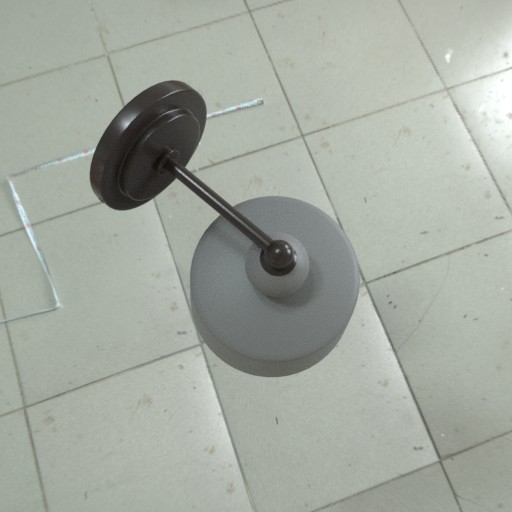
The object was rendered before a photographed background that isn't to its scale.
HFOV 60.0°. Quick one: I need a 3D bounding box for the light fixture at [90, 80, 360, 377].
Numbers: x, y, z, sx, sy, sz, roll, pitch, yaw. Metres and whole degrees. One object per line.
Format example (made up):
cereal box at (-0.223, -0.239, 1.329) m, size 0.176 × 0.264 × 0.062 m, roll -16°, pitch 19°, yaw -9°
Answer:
light fixture at (0.000, 0.000, 0.439) m, size 0.254 × 0.268 × 0.204 m, roll 40°, pitch 79°, yaw 9°
